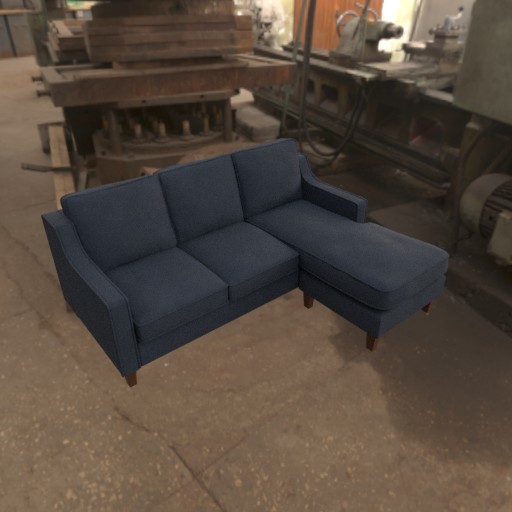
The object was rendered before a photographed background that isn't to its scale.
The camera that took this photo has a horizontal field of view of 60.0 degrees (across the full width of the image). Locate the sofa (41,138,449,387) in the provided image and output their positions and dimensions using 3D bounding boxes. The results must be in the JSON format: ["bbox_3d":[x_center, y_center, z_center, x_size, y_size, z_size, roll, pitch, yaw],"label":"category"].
[{"bbox_3d":[0.000,0.000,3.235,2.317,1.066,1.858,-23,38,-33],"label":"sofa"}]
